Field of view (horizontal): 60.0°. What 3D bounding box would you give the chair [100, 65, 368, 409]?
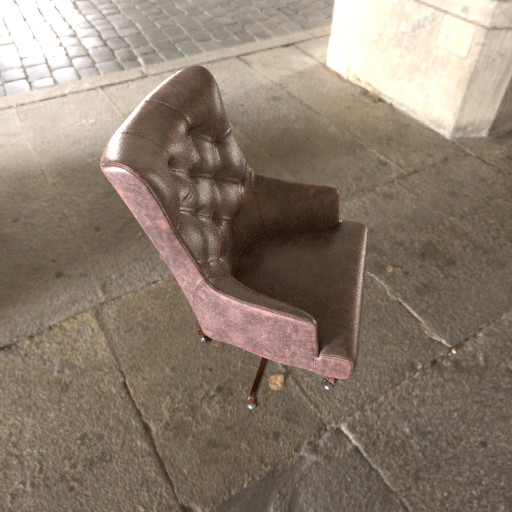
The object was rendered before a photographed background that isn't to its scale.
[{"bbox_3d":[0.000,0.000,1.525,0.762,1.035,0.641,10,47,9],"label":"chair"}]
